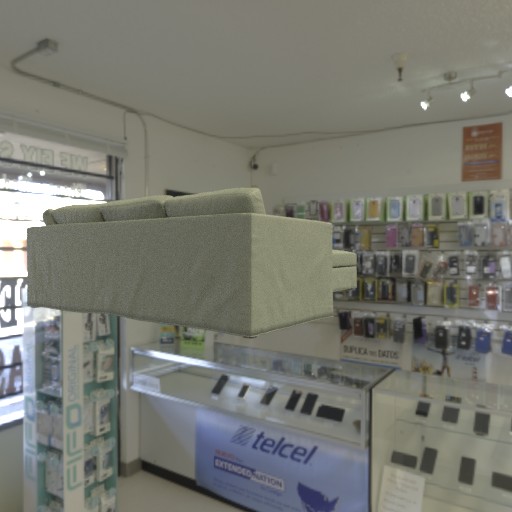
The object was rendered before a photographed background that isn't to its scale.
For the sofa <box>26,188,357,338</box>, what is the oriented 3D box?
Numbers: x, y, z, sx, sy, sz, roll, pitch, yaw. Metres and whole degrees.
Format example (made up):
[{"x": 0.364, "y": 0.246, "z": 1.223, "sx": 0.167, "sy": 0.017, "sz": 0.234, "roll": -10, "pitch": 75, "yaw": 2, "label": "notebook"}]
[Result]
[{"x": 0.000, "y": 0.000, "z": 4.518, "sx": 2.427, "sy": 0.882, "sz": 3.460, "roll": 0, "pitch": 1, "yaw": 36, "label": "sofa"}]
